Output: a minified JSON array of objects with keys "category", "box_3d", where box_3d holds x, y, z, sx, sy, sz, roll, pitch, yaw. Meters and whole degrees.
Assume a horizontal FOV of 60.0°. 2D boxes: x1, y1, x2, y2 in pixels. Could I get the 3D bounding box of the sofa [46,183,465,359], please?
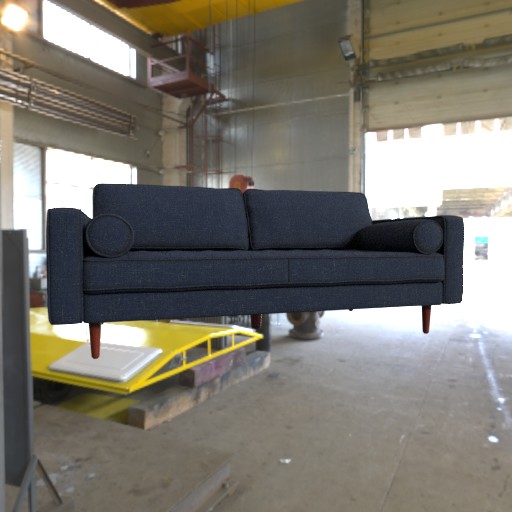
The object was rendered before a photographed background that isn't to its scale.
[{"category":"sofa","box_3d":[0.000,0.000,2.298,1.880,0.762,0.914,-1,2,-18]}]
